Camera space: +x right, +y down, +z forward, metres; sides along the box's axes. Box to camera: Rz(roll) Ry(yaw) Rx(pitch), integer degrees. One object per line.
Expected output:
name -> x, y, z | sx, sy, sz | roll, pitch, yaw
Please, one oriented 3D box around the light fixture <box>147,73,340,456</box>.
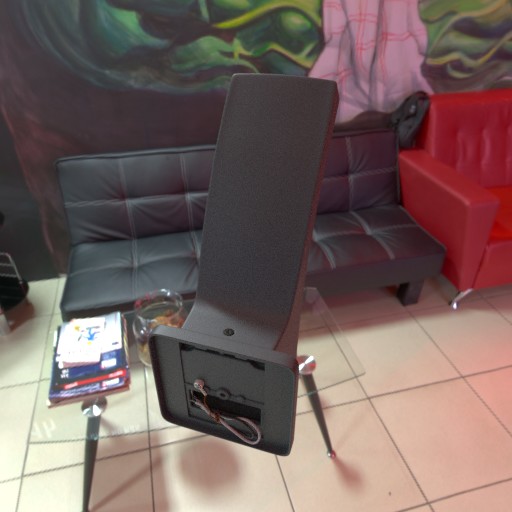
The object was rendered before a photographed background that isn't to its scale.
light fixture -> 0.000, 0.000, 0.347 | 0.108, 0.243, 0.174 | 10, 35, 15
